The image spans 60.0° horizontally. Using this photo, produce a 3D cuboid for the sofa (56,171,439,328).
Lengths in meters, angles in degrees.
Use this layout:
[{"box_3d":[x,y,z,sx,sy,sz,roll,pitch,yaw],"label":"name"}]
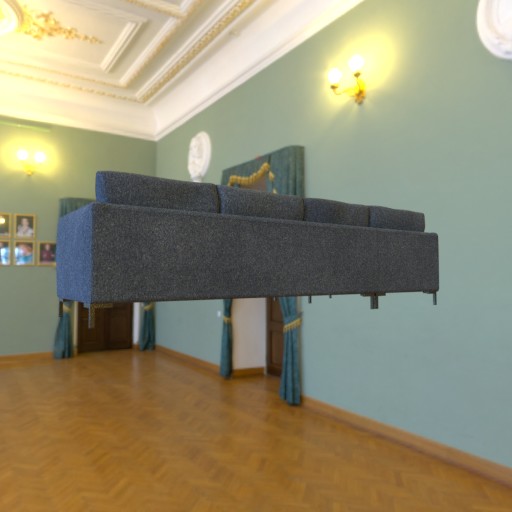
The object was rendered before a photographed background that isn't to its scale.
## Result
[{"box_3d":[0.000,0.000,3.492,2.932,0.810,1.350,2,-3,-35],"label":"sofa"}]
